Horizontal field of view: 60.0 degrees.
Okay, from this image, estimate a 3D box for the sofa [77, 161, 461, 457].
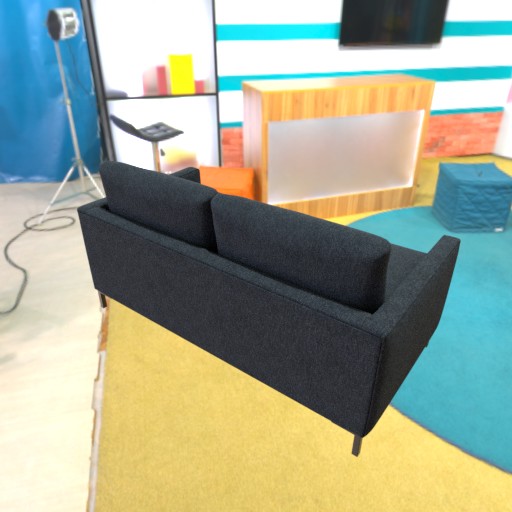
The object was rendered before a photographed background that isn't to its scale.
[{"bbox_3d":[0.000,0.000,2.231,1.716,0.862,0.866,21,35,32],"label":"sofa"}]
